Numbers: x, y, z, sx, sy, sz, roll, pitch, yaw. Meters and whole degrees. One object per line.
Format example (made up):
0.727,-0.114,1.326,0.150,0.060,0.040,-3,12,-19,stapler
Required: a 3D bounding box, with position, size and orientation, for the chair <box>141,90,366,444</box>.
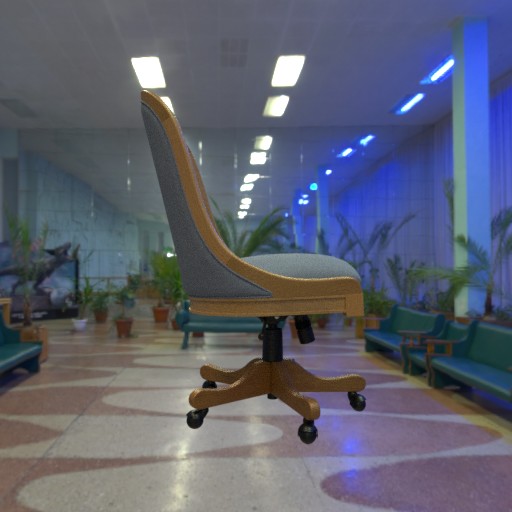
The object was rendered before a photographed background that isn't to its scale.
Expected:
0.000,0.000,1.486,0.735,1.031,0.605,0,-1,-2,chair
